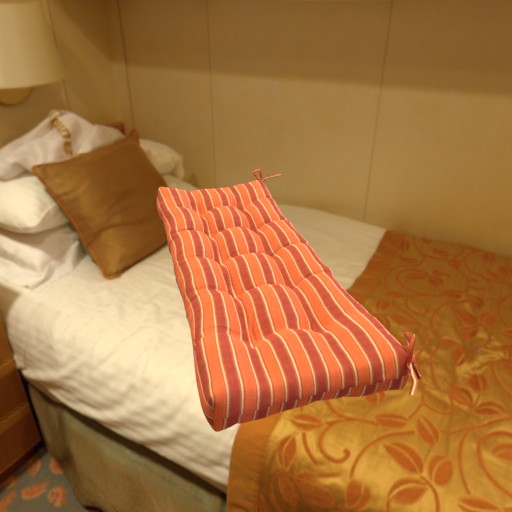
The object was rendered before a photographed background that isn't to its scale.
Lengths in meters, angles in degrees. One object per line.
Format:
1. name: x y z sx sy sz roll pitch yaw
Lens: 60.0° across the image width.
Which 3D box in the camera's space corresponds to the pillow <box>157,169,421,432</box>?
1. pillow: 0.000 0.000 1.346 0.511 0.174 1.194 -8 30 -14
